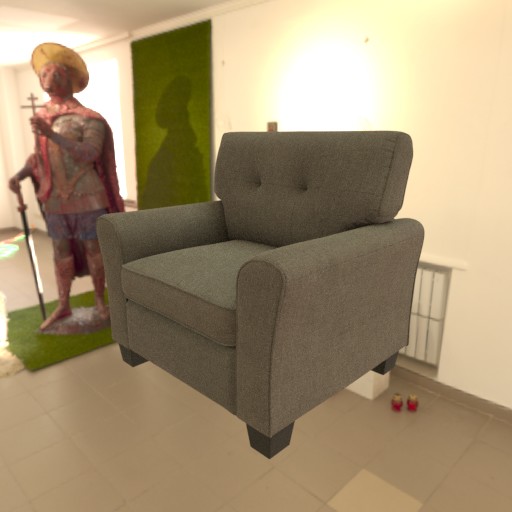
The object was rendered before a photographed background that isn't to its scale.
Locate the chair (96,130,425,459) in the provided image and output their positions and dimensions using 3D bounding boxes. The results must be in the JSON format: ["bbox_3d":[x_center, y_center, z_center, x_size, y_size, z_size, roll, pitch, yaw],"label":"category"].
[{"bbox_3d":[0.000,0.000,1.635,0.941,0.890,0.816,14,21,43],"label":"chair"}]
